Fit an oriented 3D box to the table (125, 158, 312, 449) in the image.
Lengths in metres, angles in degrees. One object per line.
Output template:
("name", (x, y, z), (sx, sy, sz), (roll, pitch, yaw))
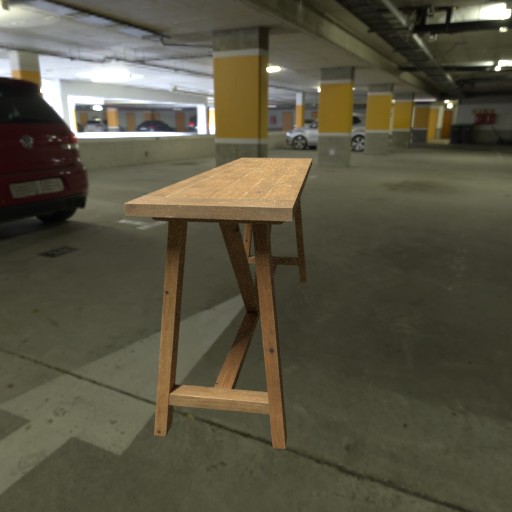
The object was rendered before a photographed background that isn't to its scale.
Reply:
("table", (0.000, 0.000, 2.161), (0.465, 0.810, 1.800), (2, 17, 8))
